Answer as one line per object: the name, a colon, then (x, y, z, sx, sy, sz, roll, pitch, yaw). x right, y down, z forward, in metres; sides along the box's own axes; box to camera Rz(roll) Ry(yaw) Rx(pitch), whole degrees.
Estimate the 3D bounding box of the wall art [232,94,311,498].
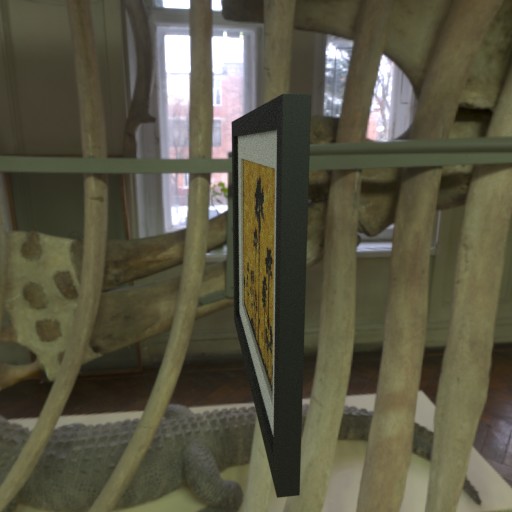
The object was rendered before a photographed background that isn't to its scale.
wall art: (0.000, 0.000, 0.748, 0.028, 0.460, 0.561, -2, 14, -8)
